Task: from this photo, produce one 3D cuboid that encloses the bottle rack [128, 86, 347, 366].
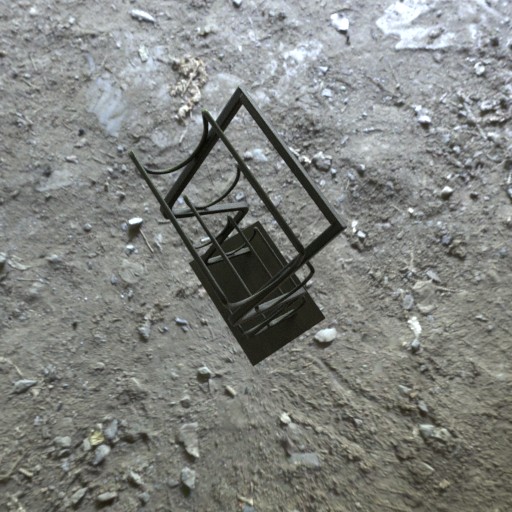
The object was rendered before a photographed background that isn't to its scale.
[{"bbox_3d":[0.000,0.000,0.670,0.178,0.559,0.254,-32,77,-8],"label":"bottle rack"}]
